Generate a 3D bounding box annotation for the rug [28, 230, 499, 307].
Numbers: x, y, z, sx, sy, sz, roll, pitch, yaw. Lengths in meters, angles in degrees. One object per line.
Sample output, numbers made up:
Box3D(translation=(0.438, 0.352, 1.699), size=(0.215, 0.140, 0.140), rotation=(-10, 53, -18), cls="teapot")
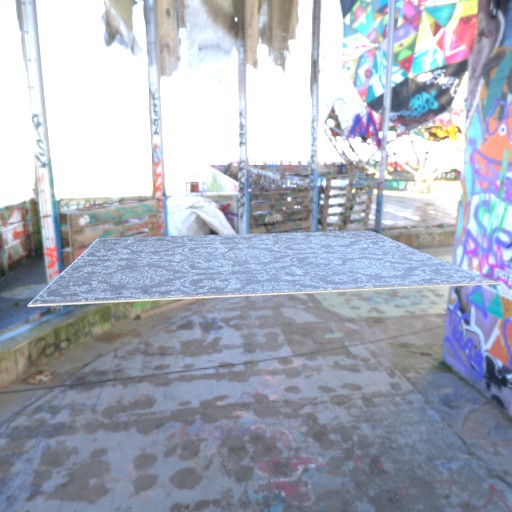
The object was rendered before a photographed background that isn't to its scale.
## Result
Box3D(translation=(0.000, 0.000, 2.802), size=(2.206, 0.014, 1.578), rotation=(-2, 13, -9), cls="rug")
